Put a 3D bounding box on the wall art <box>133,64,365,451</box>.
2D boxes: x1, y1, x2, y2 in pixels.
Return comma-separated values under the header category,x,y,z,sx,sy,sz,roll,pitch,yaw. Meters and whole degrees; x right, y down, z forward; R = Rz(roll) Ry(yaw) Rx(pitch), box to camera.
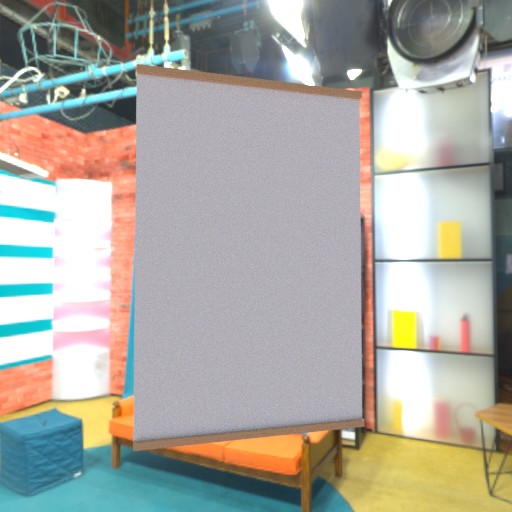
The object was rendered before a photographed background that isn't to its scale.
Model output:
category,x,y,z,sx,sy,sz,roll,pitch,yaw
wall art,0.000,0.000,0.761,0.401,0.611,0.016,1,-2,-16
